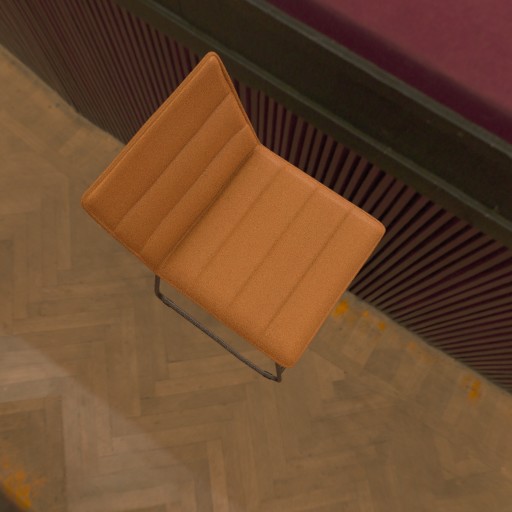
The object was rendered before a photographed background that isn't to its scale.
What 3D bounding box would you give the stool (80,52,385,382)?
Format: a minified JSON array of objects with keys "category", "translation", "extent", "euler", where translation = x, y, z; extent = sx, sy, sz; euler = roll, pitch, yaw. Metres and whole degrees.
[{"category":"stool","translation":[0.000,0.000,1.178],"extent":[0.524,0.866,0.489],"euler":[35,78,8]}]
